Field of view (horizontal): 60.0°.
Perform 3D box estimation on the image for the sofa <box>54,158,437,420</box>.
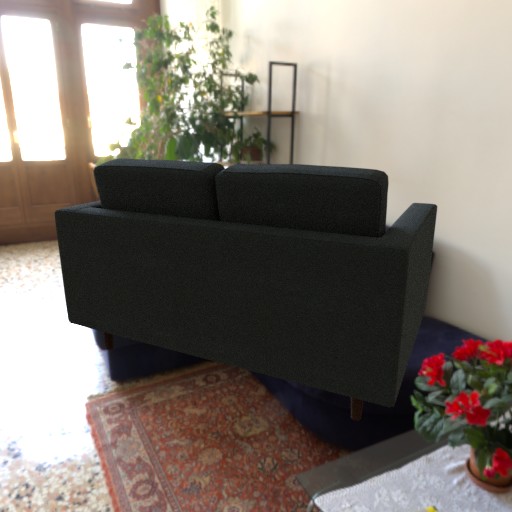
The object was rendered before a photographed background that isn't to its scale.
[{"bbox_3d":[0.000,0.000,2.142,1.518,0.930,0.999,8,18,25],"label":"sofa"}]
